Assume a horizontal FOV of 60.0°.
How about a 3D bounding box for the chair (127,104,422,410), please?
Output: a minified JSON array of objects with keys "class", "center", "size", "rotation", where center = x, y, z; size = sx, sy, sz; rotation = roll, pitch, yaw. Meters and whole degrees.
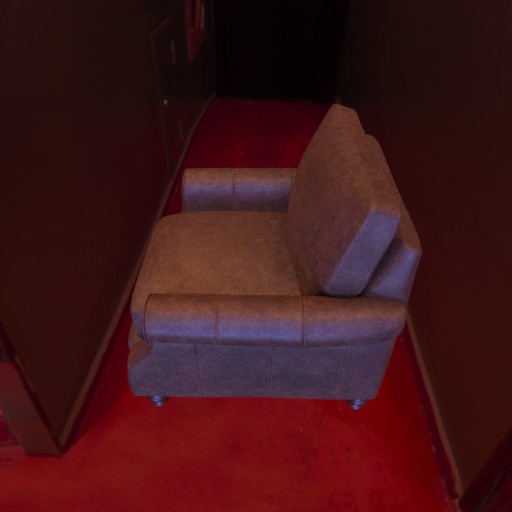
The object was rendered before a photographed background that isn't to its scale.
[{"class":"chair","center":[0.000,0.000,1.781],"size":[1.002,0.976,0.996],"rotation":[1,40,1]}]
